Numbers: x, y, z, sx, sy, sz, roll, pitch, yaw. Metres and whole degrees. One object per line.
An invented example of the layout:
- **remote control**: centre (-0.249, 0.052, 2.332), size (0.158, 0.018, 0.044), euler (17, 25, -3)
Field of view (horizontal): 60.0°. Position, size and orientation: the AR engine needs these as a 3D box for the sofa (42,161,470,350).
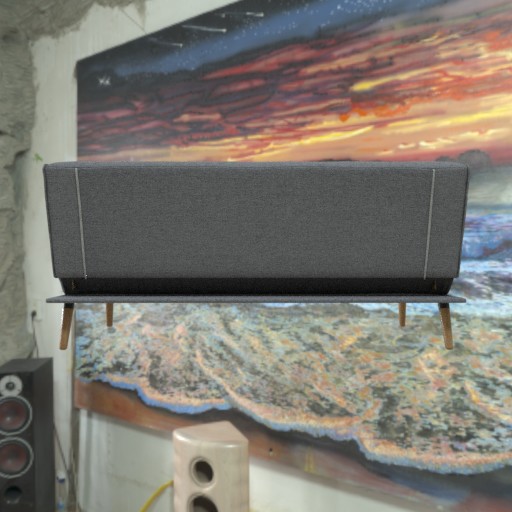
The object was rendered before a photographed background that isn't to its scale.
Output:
- **sofa**: centre (0.000, 0.000, 2.272), size (1.820, 0.830, 0.810), euler (0, 0, 0)
